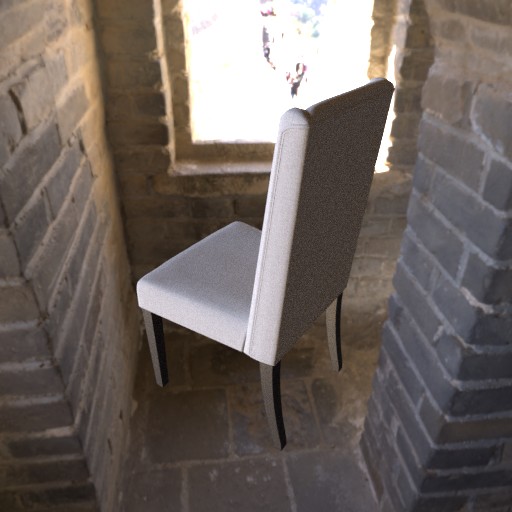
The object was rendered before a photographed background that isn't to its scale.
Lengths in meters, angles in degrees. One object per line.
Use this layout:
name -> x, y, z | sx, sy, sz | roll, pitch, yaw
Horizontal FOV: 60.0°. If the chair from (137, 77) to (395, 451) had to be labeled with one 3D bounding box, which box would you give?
chair -> 0.000, 0.000, 1.275 | 0.523, 0.961, 0.474 | 20, 36, 29
